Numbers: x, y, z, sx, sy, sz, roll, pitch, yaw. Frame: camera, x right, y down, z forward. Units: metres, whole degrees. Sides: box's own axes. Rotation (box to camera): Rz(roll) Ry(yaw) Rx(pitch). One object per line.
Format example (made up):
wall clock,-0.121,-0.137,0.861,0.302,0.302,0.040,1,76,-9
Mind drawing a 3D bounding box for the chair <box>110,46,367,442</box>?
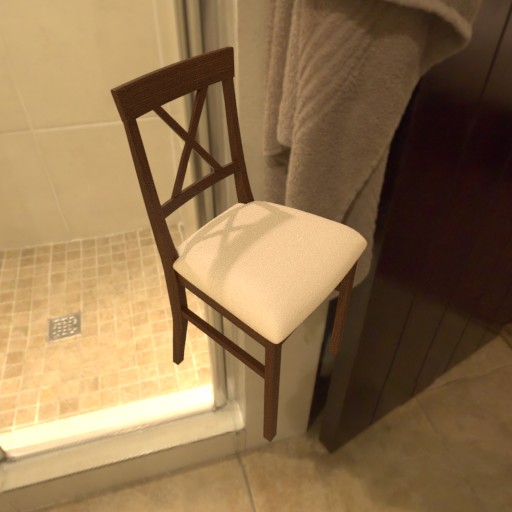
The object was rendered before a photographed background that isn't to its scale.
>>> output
chair,0.000,0.000,1.199,0.480,0.913,0.440,26,47,27
